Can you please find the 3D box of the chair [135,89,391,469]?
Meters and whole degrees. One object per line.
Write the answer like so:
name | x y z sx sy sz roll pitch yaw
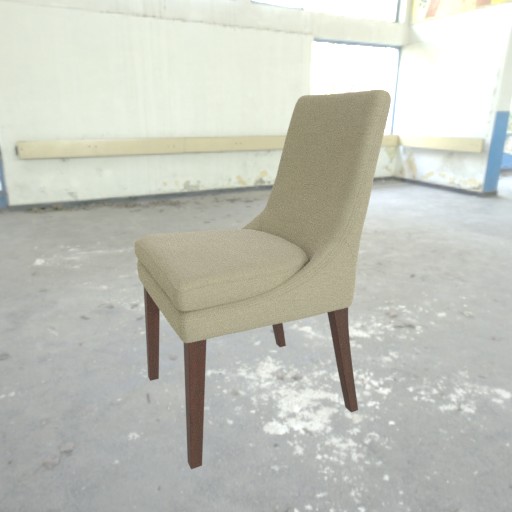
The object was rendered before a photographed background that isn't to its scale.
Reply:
chair | 0.000 0.000 1.340 0.638 0.940 0.515 -8 19 -25
